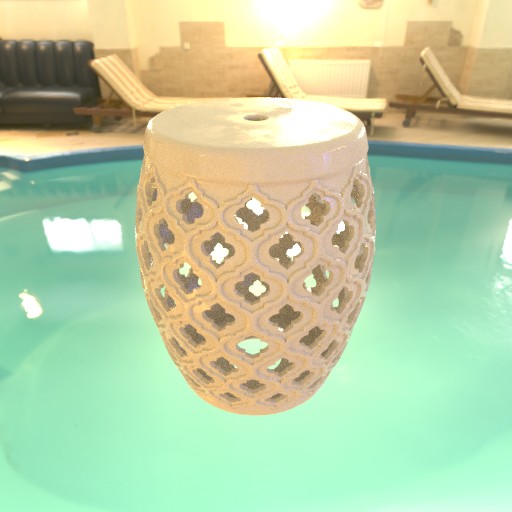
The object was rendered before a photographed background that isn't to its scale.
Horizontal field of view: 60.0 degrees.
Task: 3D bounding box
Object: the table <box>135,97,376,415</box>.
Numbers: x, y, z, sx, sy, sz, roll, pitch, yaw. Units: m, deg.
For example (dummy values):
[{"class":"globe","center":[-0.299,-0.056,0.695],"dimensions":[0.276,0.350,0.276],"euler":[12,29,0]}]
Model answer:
[{"class":"table","center":[0.000,0.000,0.634],"dimensions":[0.325,0.388,0.325],"euler":[0,31,0]}]
